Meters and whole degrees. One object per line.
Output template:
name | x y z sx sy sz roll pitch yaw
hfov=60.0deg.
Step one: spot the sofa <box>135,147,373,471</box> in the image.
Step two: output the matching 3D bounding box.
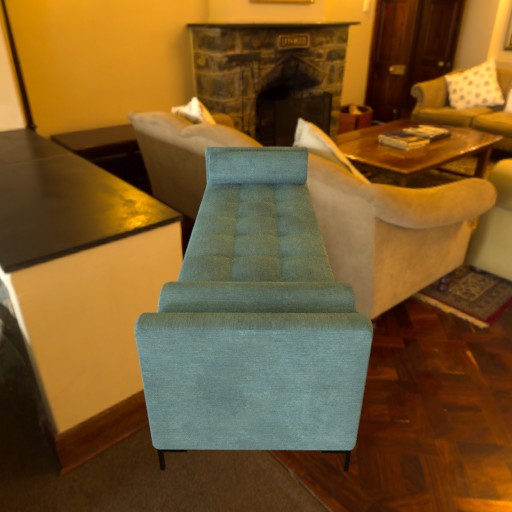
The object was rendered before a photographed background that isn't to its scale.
sofa | 0.000 0.000 2.255 0.686 0.635 1.981 0 28 0
